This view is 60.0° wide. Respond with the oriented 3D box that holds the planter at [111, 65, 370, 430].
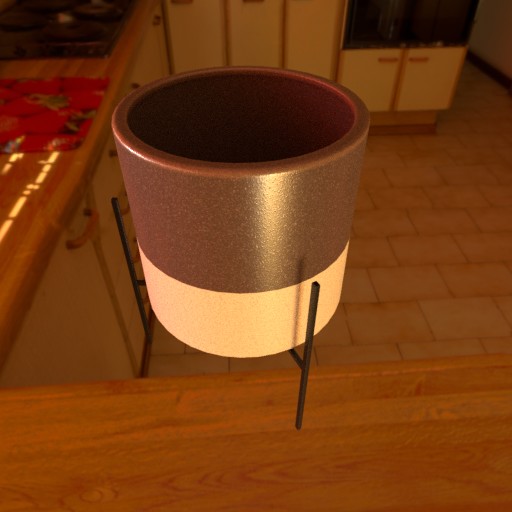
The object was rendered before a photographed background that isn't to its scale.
[{"bbox_3d":[0.000,0.000,0.516,0.250,0.353,0.260,-24,47,-25],"label":"planter"}]
